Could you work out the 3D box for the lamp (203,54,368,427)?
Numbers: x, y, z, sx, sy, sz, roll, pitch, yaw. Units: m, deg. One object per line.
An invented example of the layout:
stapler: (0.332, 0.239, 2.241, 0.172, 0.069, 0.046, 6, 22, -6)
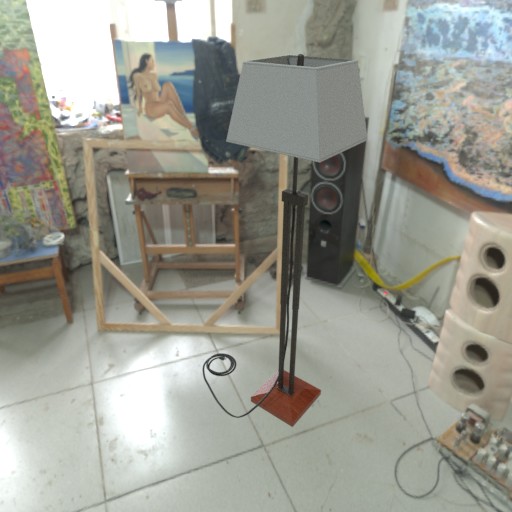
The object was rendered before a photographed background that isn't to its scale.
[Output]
lamp: (0.000, 0.000, 2.044, 0.745, 1.712, 0.472, 21, 36, 33)
